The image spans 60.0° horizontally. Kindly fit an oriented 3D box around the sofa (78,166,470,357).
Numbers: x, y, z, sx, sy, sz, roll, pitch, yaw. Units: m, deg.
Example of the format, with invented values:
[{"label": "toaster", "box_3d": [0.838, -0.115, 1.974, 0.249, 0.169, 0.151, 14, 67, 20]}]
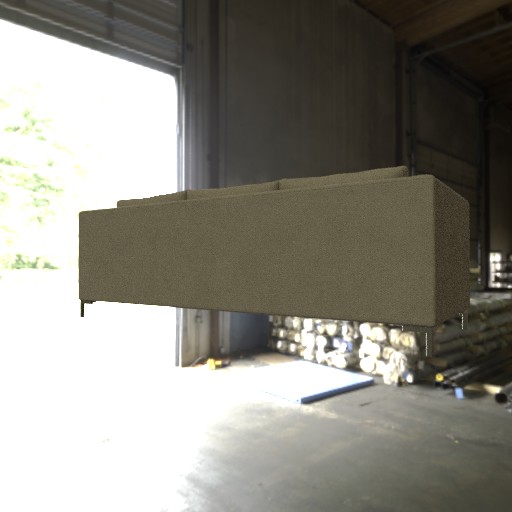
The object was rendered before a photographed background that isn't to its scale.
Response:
[{"label": "sofa", "box_3d": [0.000, 0.000, 2.893, 2.415, 0.867, 0.969, -1, -1, 34]}]
